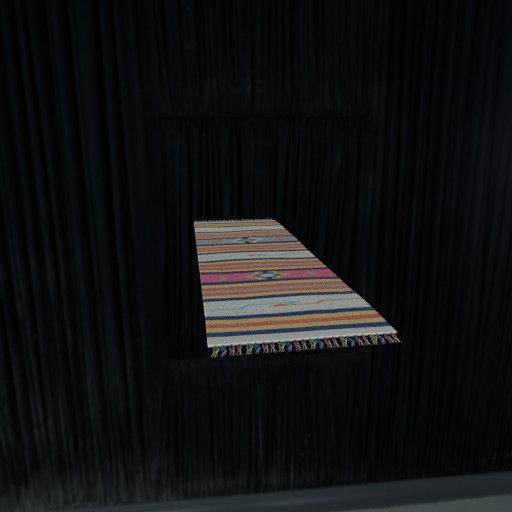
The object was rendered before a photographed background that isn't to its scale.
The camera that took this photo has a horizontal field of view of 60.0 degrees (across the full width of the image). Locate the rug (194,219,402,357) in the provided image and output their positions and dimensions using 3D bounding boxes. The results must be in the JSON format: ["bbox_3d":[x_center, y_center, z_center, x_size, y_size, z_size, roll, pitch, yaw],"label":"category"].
[{"bbox_3d":[0.000,0.000,2.677,0.695,0.017,2.455,-2,15,-9],"label":"rug"}]
